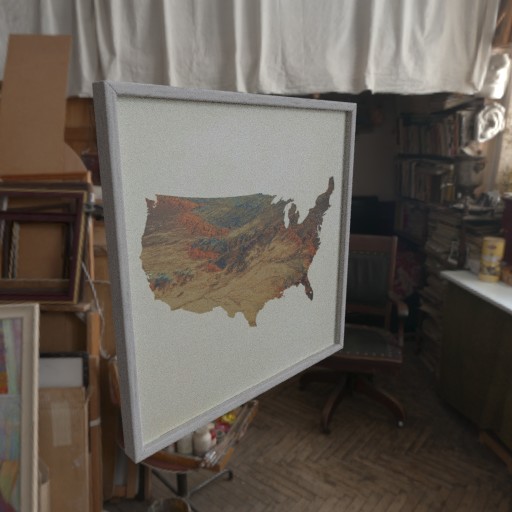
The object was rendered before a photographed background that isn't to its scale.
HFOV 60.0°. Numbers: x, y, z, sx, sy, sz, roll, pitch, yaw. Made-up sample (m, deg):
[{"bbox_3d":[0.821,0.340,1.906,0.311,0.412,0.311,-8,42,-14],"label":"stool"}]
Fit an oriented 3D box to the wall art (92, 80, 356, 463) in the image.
[{"bbox_3d":[0.000,0.000,1.883,1.287,1.288,0.078,-14,21,-43],"label":"wall art"}]
